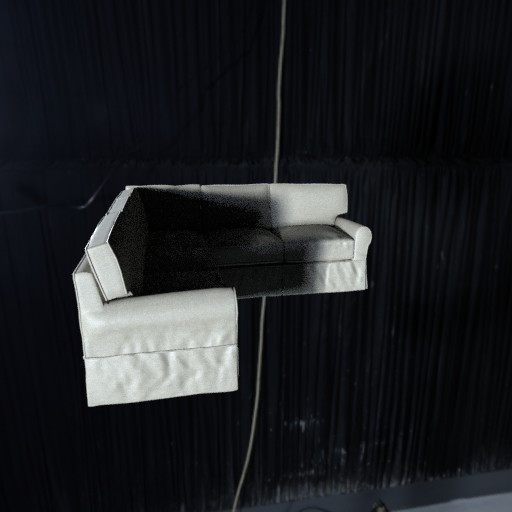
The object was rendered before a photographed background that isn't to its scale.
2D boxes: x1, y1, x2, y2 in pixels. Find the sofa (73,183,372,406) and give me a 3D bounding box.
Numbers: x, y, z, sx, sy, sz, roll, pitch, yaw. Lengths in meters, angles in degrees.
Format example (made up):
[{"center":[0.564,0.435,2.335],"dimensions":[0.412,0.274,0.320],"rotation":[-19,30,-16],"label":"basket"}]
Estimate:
[{"center":[0.000,0.000,4.008],"dimensions":[2.623,1.081,2.618],"rotation":[-3,16,-11],"label":"sofa"}]
